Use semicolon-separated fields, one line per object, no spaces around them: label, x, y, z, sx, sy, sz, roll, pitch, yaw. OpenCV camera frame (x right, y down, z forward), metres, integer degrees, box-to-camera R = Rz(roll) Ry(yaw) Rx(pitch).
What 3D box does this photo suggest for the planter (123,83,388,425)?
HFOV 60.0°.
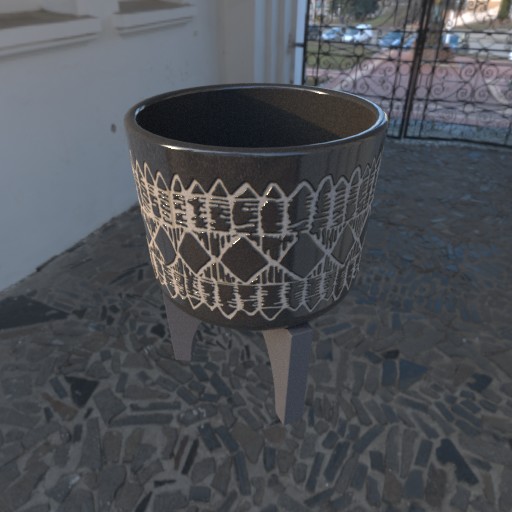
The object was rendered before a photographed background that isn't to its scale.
planter;0.000;0.000;0.406;0.196;0.264;0.196;22;38;30
